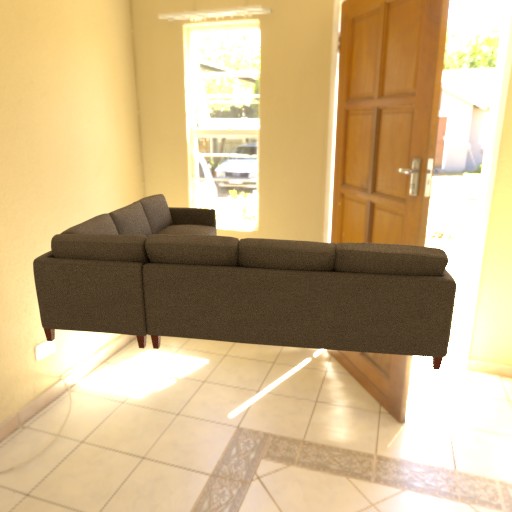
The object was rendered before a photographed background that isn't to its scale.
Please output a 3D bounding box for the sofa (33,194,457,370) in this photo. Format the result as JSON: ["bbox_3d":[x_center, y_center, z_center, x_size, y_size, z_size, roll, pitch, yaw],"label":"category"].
[{"bbox_3d":[0.000,0.000,4.596,3.302,0.947,2.593,2,16,8],"label":"sofa"}]
